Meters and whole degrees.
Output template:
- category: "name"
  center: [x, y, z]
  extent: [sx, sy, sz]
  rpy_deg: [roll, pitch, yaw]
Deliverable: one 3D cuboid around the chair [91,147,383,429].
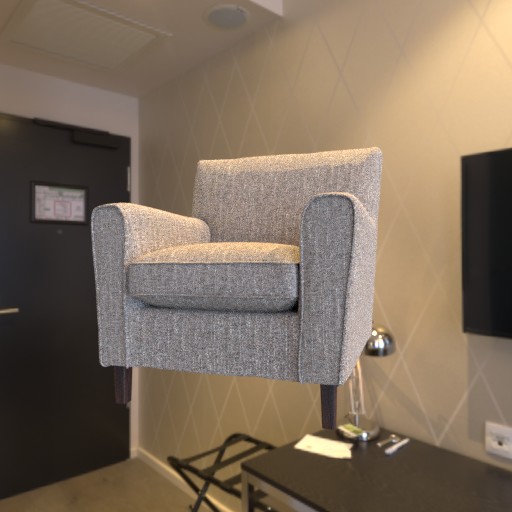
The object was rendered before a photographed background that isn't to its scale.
- category: "chair"
  center: [0.000, 0.000, 1.633]
  extent: [0.864, 0.928, 0.873]
  rpy_deg: [0, 0, 18]
